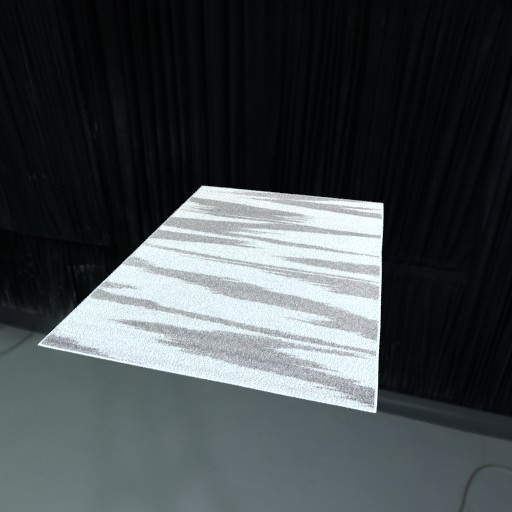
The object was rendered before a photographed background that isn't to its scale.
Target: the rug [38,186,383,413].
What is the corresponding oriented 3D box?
[{"bbox_3d":[0.000,0.000,2.782,1.533,0.010,2.142,7,30,13],"label":"rug"}]
